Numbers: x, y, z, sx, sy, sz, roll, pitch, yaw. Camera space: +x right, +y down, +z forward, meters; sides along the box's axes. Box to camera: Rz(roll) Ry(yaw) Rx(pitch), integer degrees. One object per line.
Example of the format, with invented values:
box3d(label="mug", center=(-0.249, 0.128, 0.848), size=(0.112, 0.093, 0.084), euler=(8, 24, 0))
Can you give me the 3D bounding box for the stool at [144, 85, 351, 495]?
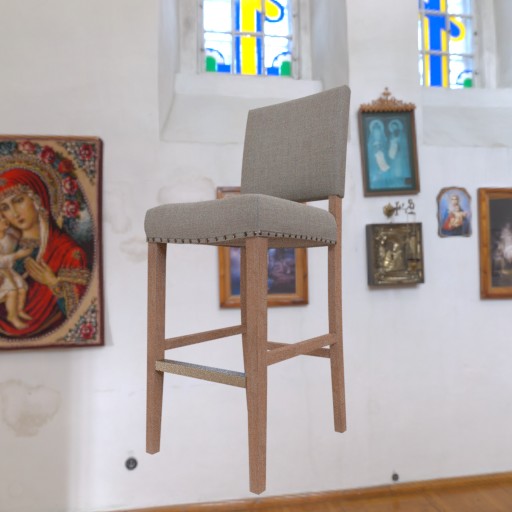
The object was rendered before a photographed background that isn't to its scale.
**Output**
box3d(label="stool", center=(0.000, 0.000, 1.465), size=(0.445, 1.203, 0.585), euler=(-1, -2, 36))
